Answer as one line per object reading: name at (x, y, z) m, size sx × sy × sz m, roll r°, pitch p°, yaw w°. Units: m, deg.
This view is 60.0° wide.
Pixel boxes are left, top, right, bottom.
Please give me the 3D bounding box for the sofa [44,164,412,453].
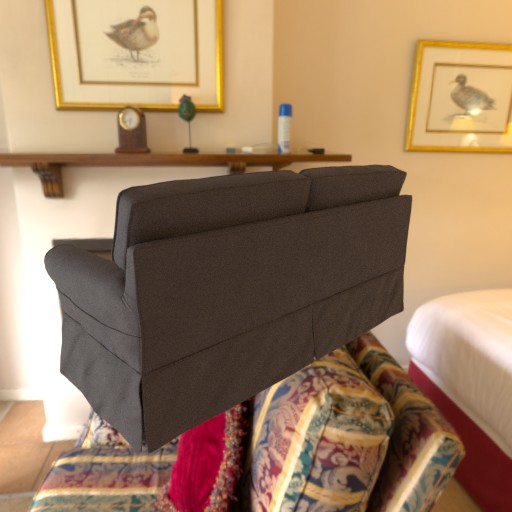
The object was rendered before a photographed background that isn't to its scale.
sofa at (0.000, 0.000, 2.755) m, size 0.983 × 1.094 × 2.256 m, roll 14°, pitch 20°, yaw 43°
